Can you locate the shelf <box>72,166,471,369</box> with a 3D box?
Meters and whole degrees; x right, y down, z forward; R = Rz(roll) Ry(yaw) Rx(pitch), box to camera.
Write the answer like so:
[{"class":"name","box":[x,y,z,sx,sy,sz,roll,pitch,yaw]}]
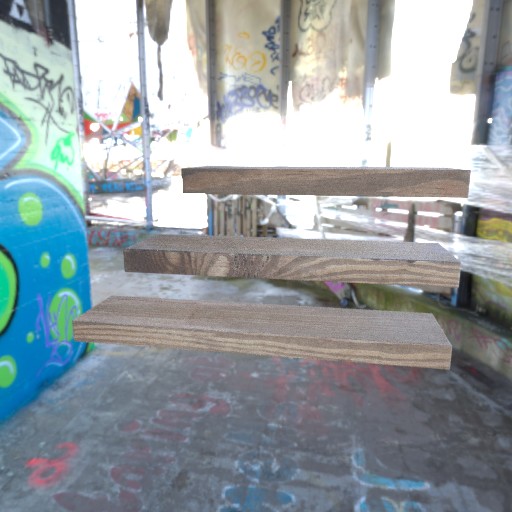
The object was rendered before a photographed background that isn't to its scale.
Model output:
[{"class":"shelf","box":[0.000,0.000,0.744,0.610,0.293,0.140,2,13,9]}]
